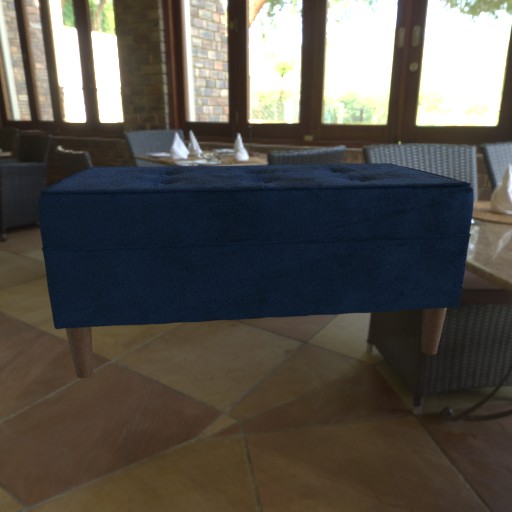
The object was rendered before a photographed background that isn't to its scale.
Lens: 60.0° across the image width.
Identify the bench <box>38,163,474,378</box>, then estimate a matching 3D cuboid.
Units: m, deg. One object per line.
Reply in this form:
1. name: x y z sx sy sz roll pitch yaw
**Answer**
1. bench: 0.000 0.000 1.273 1.010 0.467 0.489 -2 18 -7
